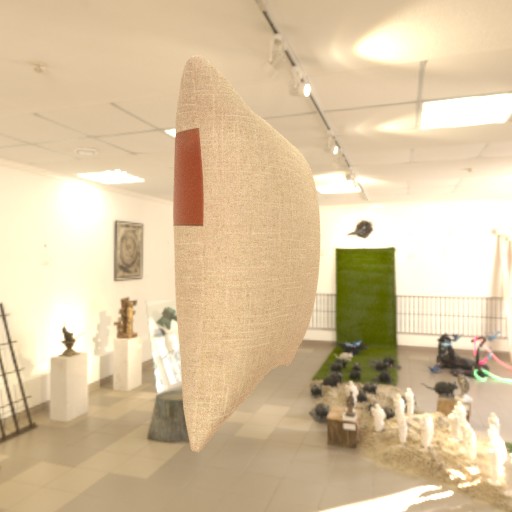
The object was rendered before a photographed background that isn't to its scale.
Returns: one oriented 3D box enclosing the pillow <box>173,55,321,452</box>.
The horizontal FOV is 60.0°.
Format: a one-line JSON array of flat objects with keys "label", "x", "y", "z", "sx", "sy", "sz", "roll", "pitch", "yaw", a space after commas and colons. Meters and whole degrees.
[{"label": "pillow", "x": 0.000, "y": 0.000, "z": 0.635, "sx": 0.173, "sy": 0.399, "sz": 0.414, "roll": 0, "pitch": 0, "yaw": 18}]
